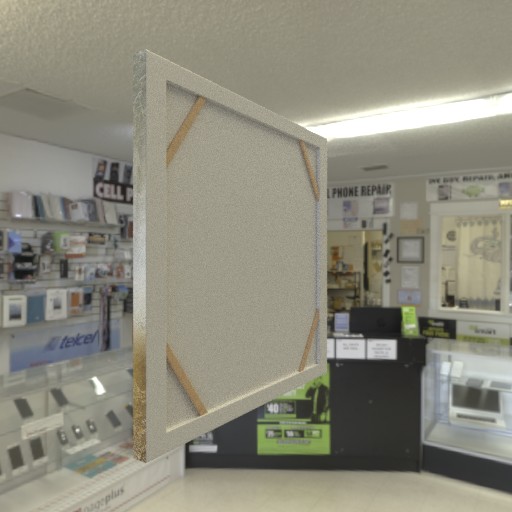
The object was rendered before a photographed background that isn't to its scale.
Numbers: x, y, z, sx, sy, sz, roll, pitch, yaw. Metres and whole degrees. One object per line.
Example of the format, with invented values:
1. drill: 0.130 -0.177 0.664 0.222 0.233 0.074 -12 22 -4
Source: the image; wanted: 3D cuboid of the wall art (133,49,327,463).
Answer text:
1. wall art: 0.000 0.000 1.630 0.051 1.091 1.092 0 0 35
